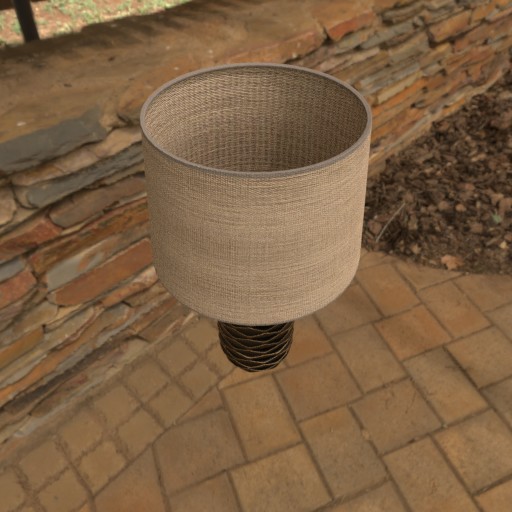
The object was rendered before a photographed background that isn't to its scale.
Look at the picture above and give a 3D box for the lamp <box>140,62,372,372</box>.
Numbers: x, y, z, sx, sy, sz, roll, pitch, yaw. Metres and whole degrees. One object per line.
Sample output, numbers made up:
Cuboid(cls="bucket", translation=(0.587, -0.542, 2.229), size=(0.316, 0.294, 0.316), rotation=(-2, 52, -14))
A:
Cuboid(cls="lamp", translation=(0.000, 0.000, 0.839), size=(0.376, 0.594, 0.376), rotation=(0, 45, 0))
